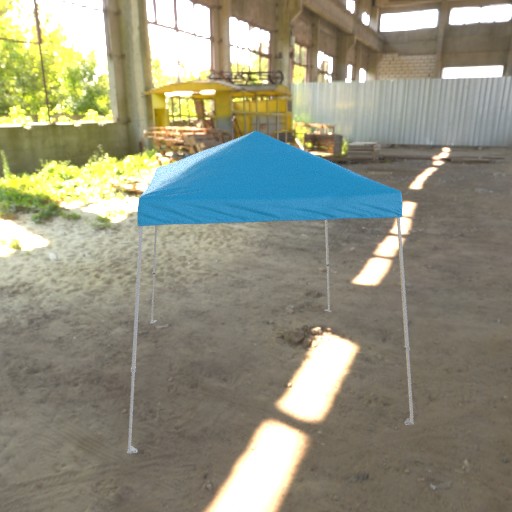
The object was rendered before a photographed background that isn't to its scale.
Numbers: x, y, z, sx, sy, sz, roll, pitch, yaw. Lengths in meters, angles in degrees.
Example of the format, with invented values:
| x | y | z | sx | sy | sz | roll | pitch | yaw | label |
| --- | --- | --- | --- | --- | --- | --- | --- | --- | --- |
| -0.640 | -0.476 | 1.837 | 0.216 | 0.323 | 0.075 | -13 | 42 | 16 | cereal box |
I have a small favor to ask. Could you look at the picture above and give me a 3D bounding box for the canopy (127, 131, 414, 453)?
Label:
| x | y | z | sx | sy | sz | roll | pitch | yaw | label |
| --- | --- | --- | --- | --- | --- | --- | --- | --- | --- |
| 0.000 | 0.000 | 6.633 | 3.600 | 3.600 | 3.599 | -3 | 18 | -8 | canopy |
